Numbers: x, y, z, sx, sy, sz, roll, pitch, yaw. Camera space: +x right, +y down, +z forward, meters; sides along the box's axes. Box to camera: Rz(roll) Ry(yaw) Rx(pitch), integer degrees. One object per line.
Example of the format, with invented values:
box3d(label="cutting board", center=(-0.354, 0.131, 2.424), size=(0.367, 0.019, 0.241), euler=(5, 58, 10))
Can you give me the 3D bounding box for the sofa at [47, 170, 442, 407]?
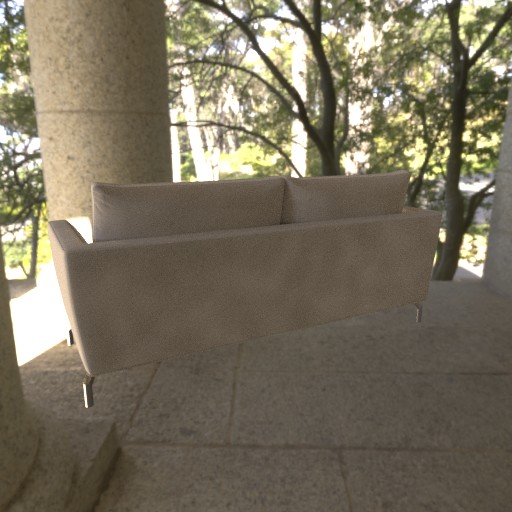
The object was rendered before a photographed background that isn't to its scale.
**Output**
box3d(label="sofa", center=(0.000, 0.000, 2.690), size=(2.214, 1.005, 0.868), euler=(-7, 16, -27))
